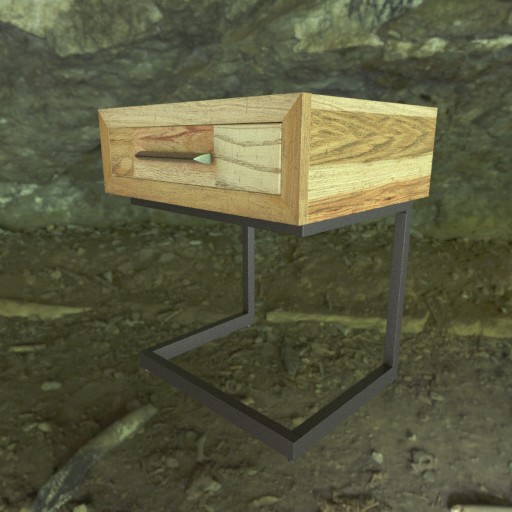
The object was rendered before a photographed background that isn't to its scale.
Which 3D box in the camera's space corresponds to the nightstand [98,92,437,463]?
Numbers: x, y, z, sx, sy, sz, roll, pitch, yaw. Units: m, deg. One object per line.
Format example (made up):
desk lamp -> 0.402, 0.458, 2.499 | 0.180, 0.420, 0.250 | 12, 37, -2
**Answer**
nightstand -> 0.000, 0.000, 0.996 | 0.558, 0.632, 0.481 | 14, 20, 42
